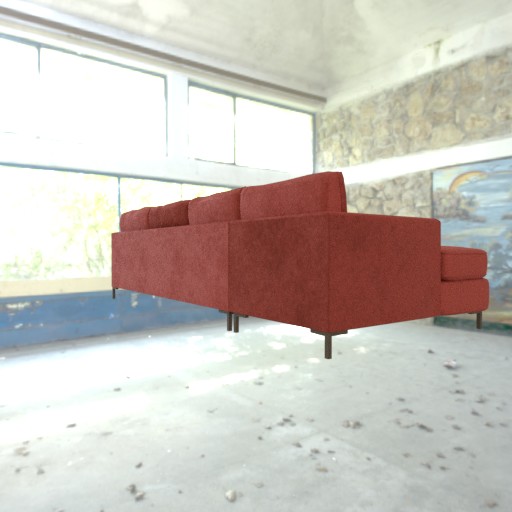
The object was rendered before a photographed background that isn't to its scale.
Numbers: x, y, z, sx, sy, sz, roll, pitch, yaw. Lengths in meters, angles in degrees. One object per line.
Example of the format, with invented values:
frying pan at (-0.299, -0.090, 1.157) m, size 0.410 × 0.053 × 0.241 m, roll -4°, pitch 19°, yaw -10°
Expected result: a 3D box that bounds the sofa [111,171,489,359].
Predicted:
sofa at (0.000, 0.000, 3.942) m, size 1.500 × 0.967 × 3.400 m, roll -1°, pitch 1°, yaw -36°
